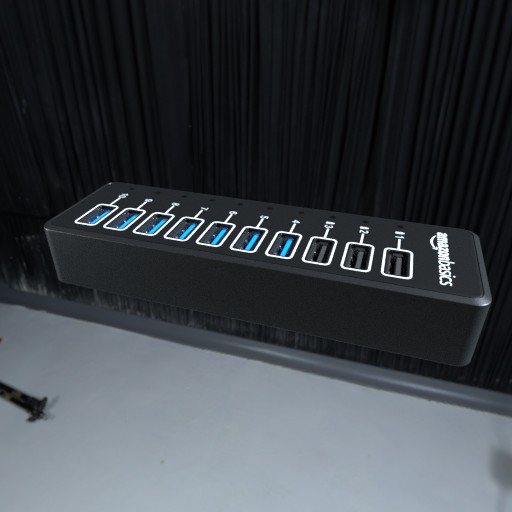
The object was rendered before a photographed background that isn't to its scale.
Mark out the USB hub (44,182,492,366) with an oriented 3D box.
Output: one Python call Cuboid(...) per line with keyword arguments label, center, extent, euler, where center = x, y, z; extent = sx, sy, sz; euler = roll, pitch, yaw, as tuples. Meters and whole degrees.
Cuboid(label="USB hub", center=(0.000, 0.000, 0.158), extent=(0.145, 0.023, 0.044), euler=(10, 33, 15))
